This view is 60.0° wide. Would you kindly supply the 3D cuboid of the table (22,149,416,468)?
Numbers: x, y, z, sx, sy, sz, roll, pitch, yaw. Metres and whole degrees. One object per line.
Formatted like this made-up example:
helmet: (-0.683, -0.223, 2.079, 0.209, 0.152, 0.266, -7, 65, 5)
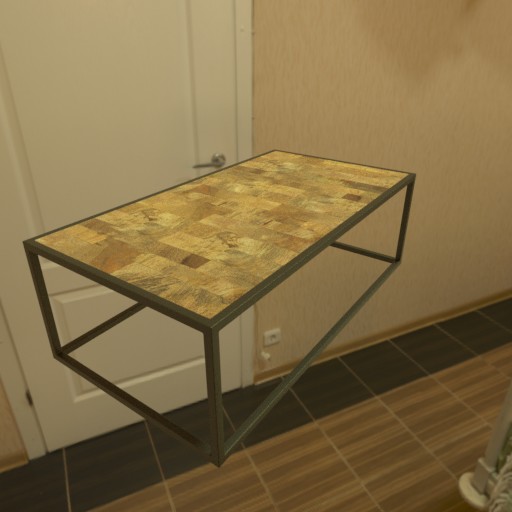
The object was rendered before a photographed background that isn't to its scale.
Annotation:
table: (0.000, 0.000, 1.516, 0.649, 0.398, 1.199, 18, 32, 31)
